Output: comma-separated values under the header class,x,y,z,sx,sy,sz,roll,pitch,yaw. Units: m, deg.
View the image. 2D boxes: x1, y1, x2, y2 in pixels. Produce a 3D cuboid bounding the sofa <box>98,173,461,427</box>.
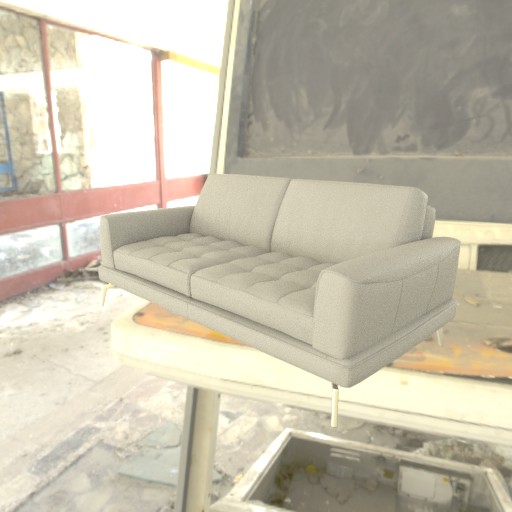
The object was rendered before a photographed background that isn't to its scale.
class,x,y,z,sx,sy,sz,roll,pitch,yaw
sofa,0.000,0.000,2.780,1.121,0.930,2.177,-14,19,-43
